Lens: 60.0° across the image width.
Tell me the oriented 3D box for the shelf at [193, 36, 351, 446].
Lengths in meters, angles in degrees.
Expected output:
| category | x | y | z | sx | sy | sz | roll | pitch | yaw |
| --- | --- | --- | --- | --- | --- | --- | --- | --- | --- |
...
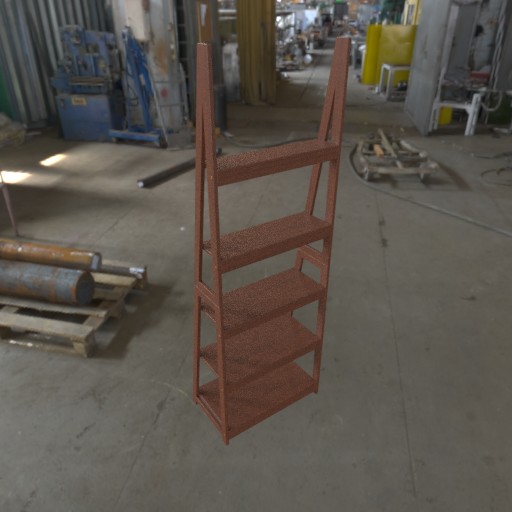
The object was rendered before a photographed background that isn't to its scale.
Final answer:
| category | x | y | z | sx | sy | sz | roll | pitch | yaw |
| --- | --- | --- | --- | --- | --- | --- | --- | --- | --- |
| shelf | 0.000 | 0.000 | 2.002 | 0.600 | 1.770 | 0.350 | -19 | 34 | -30 |
